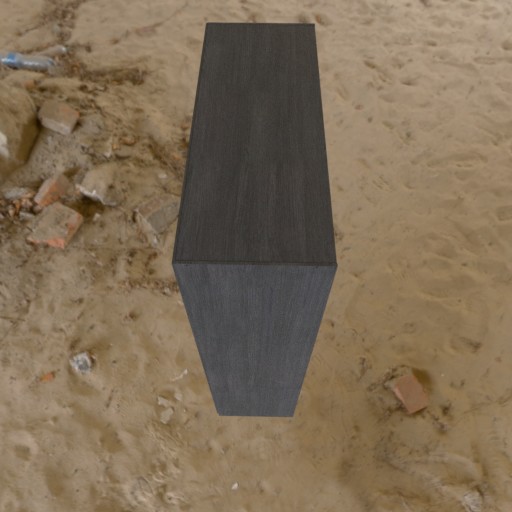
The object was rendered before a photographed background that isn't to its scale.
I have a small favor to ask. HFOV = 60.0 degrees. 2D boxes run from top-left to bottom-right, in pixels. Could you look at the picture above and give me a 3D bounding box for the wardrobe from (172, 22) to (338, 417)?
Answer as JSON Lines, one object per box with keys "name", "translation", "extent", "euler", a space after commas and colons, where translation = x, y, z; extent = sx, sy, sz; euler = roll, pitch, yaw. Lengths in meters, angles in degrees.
{"name": "wardrobe", "translation": [0.000, 0.000, 2.468], "extent": [0.510, 1.910, 1.290], "euler": [1, 57, 1]}
